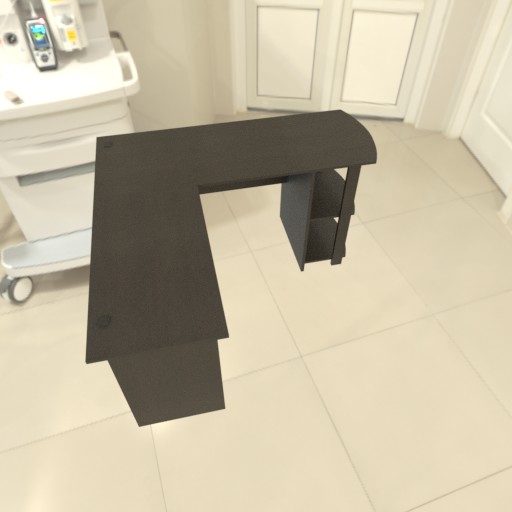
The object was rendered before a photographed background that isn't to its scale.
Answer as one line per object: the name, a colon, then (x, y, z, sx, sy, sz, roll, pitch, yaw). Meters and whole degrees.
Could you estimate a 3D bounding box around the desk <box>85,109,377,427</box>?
desk: (0.000, 0.000, 2.158, 1.361, 0.716, 1.303, -9, 47, -8)
